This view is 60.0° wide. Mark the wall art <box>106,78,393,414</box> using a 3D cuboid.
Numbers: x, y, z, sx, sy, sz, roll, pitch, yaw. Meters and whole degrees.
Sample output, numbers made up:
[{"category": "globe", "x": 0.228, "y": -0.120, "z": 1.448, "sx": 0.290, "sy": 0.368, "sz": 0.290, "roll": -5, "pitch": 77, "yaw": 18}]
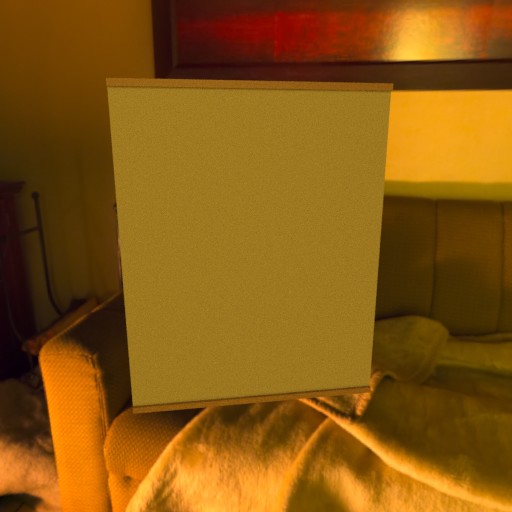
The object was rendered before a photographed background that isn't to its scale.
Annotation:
[{"category": "wall art", "x": 0.000, "y": 0.000, "z": 0.688, "sx": 0.405, "sy": 0.508, "sz": 0.012, "roll": -2, "pitch": 15, "yaw": -9}]
